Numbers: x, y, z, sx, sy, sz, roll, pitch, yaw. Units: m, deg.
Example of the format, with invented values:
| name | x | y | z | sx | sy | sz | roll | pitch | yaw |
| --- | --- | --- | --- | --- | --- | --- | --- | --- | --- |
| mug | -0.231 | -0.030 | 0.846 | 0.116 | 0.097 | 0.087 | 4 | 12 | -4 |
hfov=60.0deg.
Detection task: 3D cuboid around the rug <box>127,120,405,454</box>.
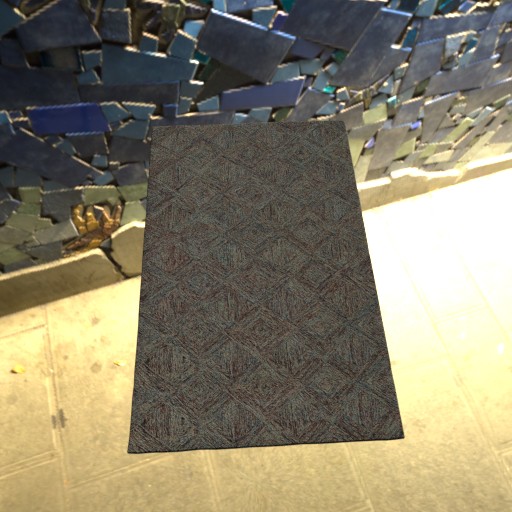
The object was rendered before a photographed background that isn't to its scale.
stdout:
| name | x | y | z | sx | sy | sz | roll | pitch | yaw |
| --- | --- | --- | --- | --- | --- | --- | --- | --- | --- |
| rug | 0.000 | 0.000 | 2.215 | 1.143 | 0.014 | 1.761 | -3 | 63 | -1 |
